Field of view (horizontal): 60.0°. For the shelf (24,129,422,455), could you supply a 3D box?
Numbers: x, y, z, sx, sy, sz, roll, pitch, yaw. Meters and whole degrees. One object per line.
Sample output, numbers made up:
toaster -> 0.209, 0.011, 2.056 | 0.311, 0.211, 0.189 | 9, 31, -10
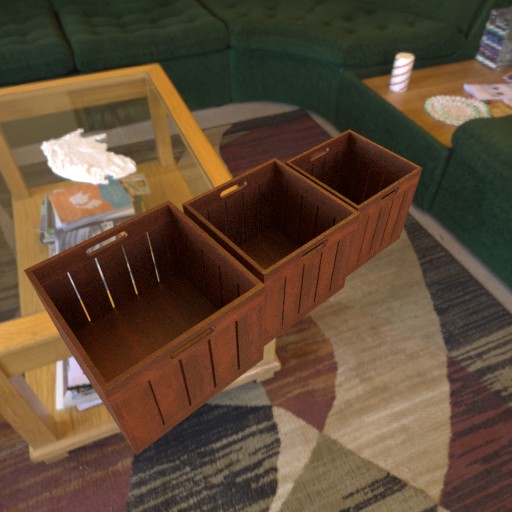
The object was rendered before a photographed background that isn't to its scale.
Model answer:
shelf -> 0.000, 0.000, 1.263 | 1.064, 0.311, 0.393 | -31, 54, -27
